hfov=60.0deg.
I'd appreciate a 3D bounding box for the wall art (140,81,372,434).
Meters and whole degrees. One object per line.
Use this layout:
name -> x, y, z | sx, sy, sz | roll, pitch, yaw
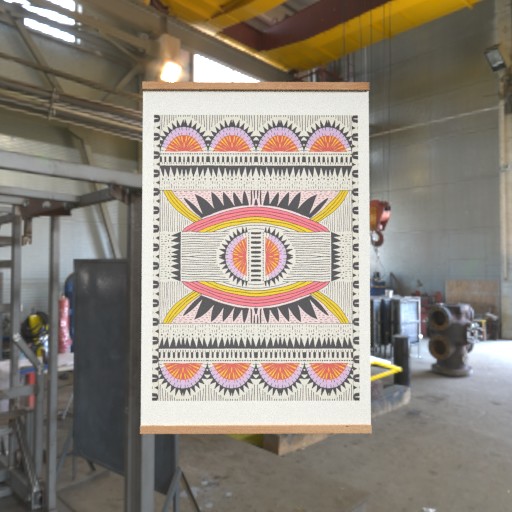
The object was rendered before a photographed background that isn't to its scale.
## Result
wall art -> 0.000, 0.000, 1.945 | 0.999, 1.533, 0.028 | 0, -2, 0
